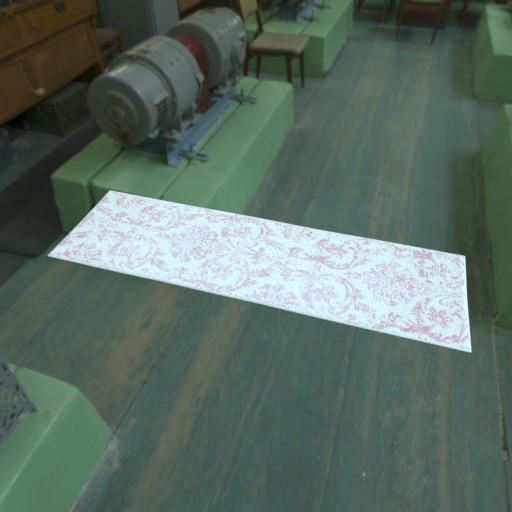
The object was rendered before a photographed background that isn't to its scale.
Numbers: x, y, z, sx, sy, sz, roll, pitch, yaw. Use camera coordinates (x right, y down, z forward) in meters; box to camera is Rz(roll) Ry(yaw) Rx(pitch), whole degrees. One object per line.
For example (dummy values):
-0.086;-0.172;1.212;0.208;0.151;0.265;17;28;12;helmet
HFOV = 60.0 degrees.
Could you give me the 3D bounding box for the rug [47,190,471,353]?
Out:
0.000;0.000;2.432;2.196;0.011;0.662;12;44;12;rug
